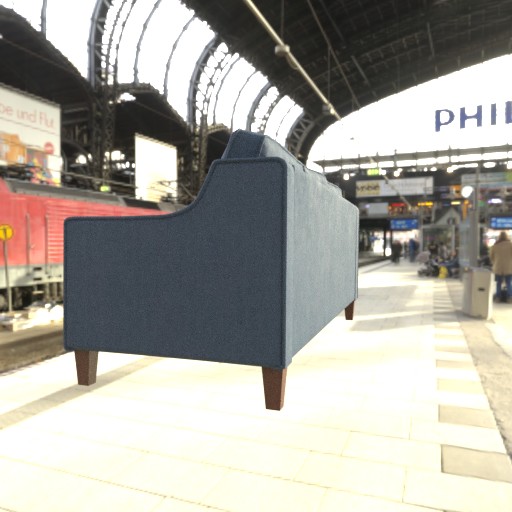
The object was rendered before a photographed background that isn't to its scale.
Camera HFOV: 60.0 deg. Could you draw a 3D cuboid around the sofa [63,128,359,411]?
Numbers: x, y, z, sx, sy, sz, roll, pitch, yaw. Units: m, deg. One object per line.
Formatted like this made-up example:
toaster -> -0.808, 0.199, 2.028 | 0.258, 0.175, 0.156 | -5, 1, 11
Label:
sofa -> 0.000, 0.000, 2.491 | 0.911, 0.974, 1.986 | 1, 2, 20
